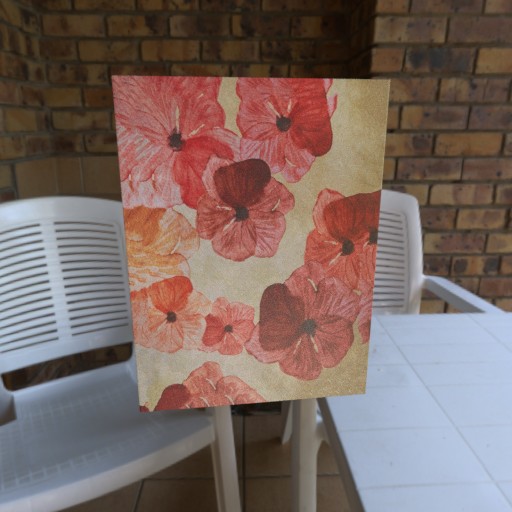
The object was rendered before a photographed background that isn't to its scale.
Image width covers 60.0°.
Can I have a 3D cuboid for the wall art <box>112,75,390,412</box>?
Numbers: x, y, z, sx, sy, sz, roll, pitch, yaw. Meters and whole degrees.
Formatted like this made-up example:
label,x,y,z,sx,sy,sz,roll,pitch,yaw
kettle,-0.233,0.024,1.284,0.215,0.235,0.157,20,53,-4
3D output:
label,x,y,z,sx,sy,sz,roll,pitch,yaw
wall art,0.000,0.000,1.356,0.762,1.015,0.031,-2,16,-8
